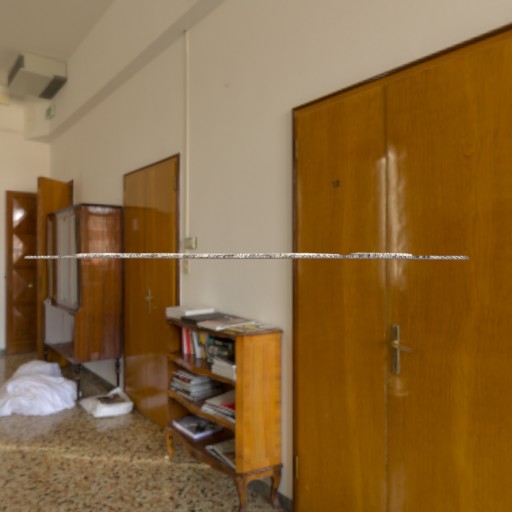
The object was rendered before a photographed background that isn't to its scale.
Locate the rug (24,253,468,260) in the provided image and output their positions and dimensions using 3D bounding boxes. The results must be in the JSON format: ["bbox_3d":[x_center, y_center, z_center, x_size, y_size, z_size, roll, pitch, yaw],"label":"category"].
[{"bbox_3d":[0.000,0.000,2.920,2.333,0.033,1.513,0,0,17],"label":"rug"}]
